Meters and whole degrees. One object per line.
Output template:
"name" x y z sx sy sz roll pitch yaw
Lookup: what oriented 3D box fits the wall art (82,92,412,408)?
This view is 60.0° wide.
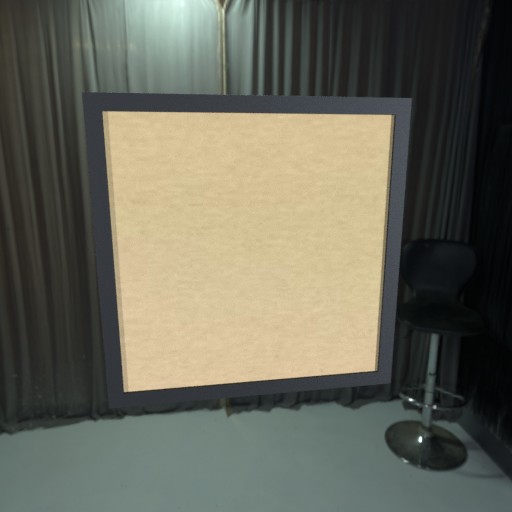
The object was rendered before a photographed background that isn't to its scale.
"wall art" 0.000 0.000 0.522 0.358 0.357 0.012 -2 13 -9
